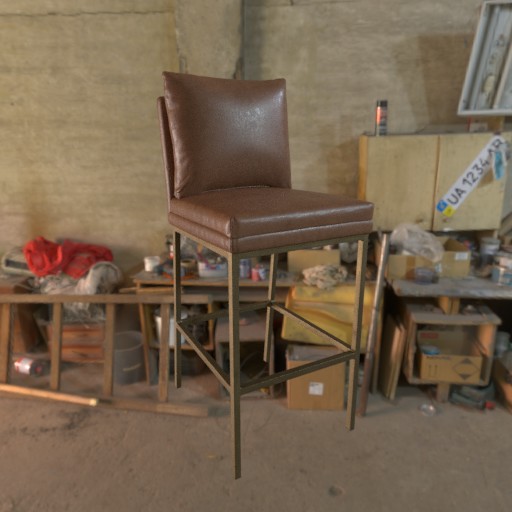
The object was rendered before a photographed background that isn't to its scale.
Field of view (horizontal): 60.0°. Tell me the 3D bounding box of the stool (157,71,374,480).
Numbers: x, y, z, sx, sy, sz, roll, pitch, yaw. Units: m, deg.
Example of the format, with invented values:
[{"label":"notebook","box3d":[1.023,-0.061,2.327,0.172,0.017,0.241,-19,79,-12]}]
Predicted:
[{"label":"stool","box3d":[0.000,0.000,1.433,0.463,1.124,0.571,-9,19,-28]}]
